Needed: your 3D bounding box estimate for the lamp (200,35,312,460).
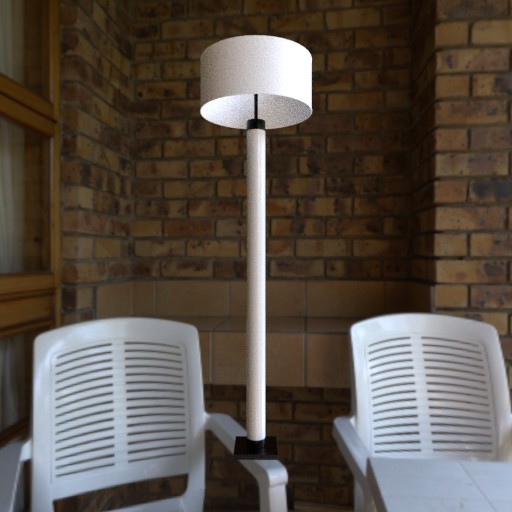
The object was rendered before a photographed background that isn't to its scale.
[{"bbox_3d":[0.000,0.000,1.673,0.420,1.475,0.420,0,0,1],"label":"lamp"}]
